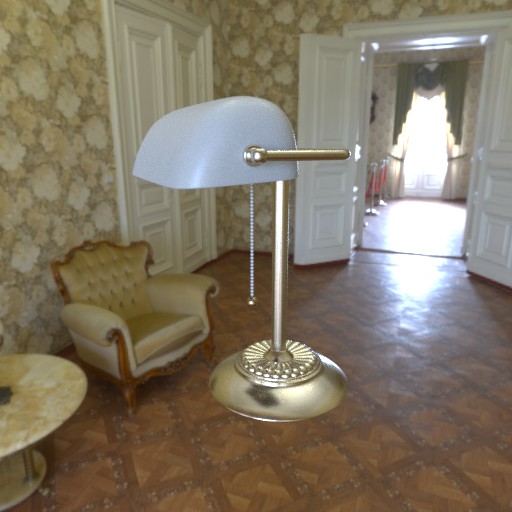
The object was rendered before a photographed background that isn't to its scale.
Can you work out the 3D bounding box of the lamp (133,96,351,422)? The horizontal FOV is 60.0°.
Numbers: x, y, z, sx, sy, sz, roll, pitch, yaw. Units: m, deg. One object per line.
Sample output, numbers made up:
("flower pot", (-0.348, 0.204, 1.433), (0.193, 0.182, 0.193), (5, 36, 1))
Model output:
("lamp", (0.000, 0.000, 0.519), (0.243, 0.339, 0.264), (-7, 16, -25))
